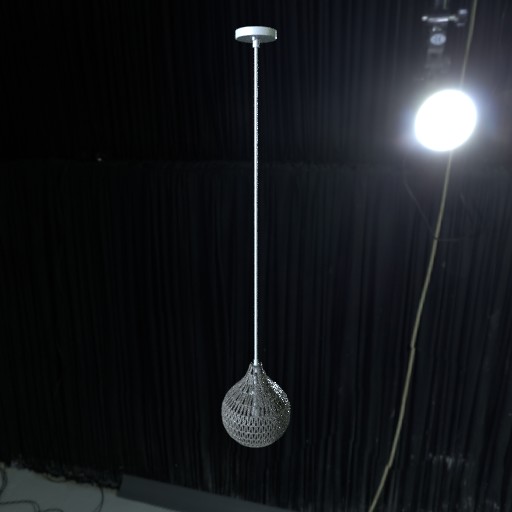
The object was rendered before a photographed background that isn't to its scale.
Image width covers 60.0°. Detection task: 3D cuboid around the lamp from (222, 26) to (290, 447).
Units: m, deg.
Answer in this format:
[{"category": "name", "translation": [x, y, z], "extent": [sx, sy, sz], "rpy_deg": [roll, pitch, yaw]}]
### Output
[{"category": "lamp", "translation": [0.000, 0.000, 2.080], "extent": [0.355, 1.919, 0.355], "rpy_deg": [3, 16, 10]}]
